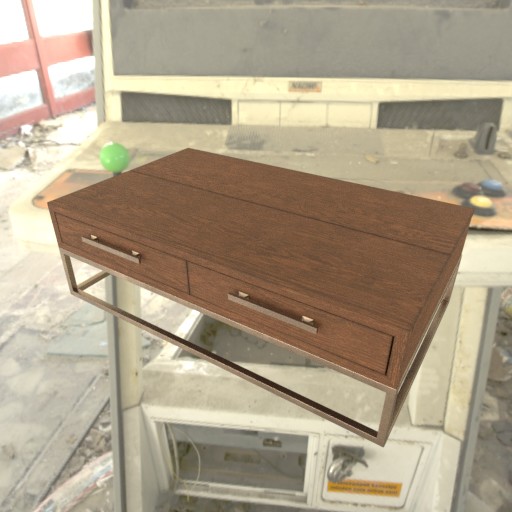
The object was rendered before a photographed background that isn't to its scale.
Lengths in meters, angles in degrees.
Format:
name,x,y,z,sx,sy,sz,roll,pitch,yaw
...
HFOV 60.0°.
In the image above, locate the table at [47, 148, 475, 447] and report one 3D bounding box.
name,x,y,z,sx,sy,sz,roll,pitch,yaw
table,0.000,0.000,1.489,1.167,0.361,0.719,18,35,28
